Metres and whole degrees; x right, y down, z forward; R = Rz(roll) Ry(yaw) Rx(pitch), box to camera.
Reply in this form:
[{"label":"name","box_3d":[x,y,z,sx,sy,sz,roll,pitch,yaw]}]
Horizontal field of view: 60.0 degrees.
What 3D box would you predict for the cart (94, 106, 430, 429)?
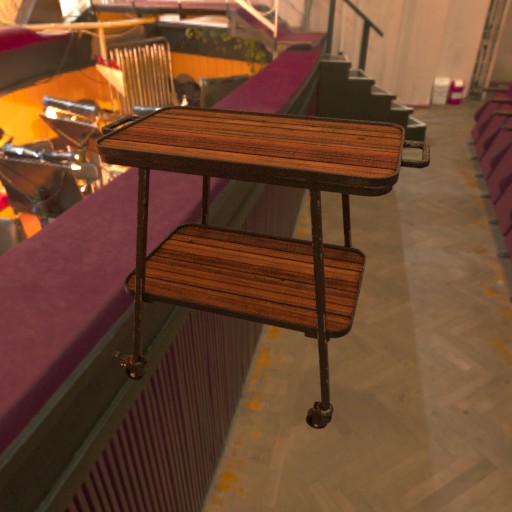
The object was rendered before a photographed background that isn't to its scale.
[{"label":"cart","box_3d":[0.000,0.000,1.264,0.806,0.700,0.515,10,33,15]}]
